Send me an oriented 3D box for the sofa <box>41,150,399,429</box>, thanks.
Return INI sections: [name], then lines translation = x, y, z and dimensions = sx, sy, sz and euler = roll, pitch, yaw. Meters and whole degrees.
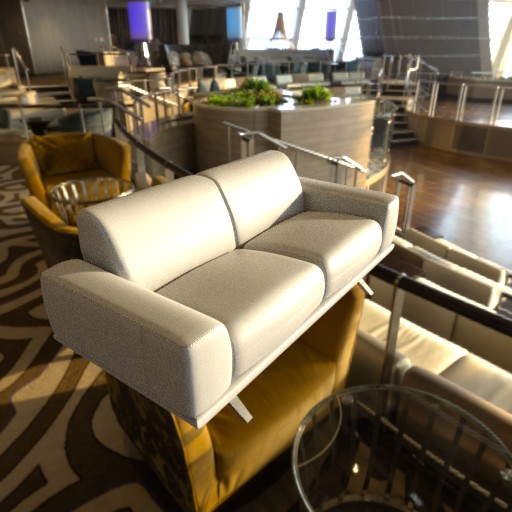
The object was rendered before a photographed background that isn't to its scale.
[sofa]
translation = 0.000, 0.000, 2.357
dimensions = 0.900, 0.772, 1.901
euler = 18, 31, 32
